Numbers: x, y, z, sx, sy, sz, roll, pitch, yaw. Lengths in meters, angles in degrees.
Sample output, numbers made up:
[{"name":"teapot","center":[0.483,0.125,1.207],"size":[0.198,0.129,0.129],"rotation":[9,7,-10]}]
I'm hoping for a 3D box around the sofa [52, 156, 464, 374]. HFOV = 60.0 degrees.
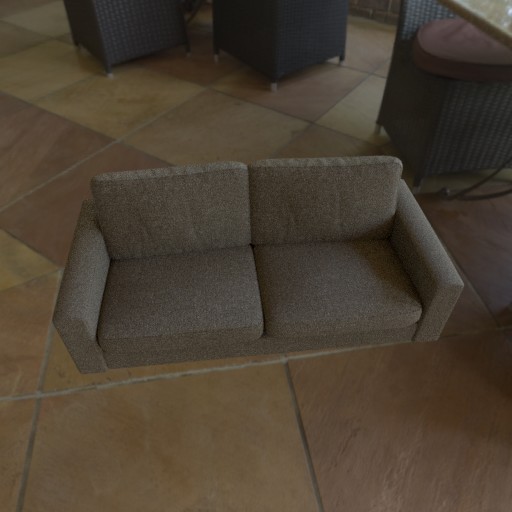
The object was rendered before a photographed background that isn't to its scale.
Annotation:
[{"name":"sofa","center":[0.000,0.000,2.715],"size":[2.179,0.873,1.016],"rotation":[-4,46,-4]}]
